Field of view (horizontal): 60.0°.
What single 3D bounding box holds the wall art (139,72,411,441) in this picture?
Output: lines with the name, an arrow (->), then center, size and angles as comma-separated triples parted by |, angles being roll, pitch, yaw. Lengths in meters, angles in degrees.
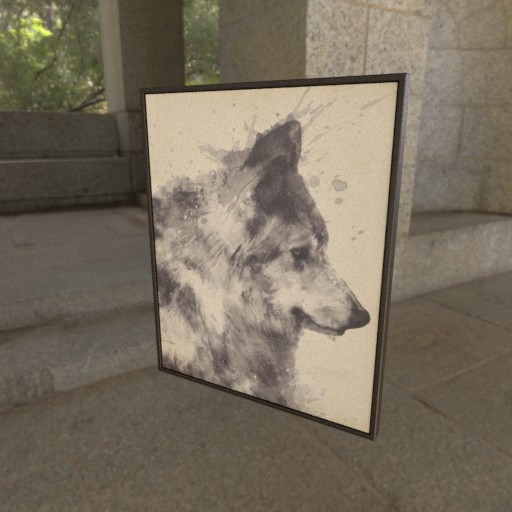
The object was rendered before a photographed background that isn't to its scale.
wall art -> 0.000, 0.000, 0.752 | 0.451, 0.551, 0.028 | 9, 18, 28
